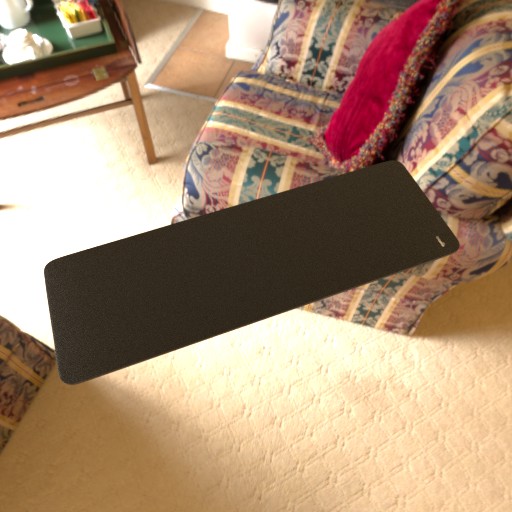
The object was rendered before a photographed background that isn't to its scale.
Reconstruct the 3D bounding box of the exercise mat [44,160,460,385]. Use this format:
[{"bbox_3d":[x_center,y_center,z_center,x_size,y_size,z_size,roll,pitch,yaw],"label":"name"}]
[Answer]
[{"bbox_3d":[0.000,0.000,2.058,1.869,0.021,0.616,-18,60,-11],"label":"exercise mat"}]
